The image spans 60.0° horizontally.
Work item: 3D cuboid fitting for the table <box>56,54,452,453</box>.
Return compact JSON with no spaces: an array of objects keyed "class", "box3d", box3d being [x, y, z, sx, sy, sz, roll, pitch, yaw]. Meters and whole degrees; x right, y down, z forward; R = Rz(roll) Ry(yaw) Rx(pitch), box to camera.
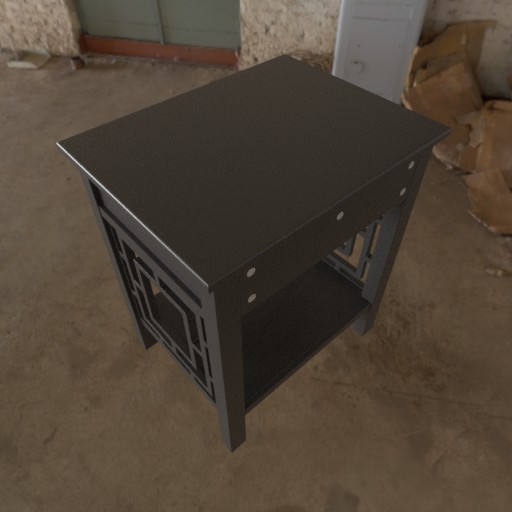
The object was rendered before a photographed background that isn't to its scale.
[{"class":"table","box3d":[0.000,0.000,1.034,0.564,0.646,0.451,-33,55,-27]}]
